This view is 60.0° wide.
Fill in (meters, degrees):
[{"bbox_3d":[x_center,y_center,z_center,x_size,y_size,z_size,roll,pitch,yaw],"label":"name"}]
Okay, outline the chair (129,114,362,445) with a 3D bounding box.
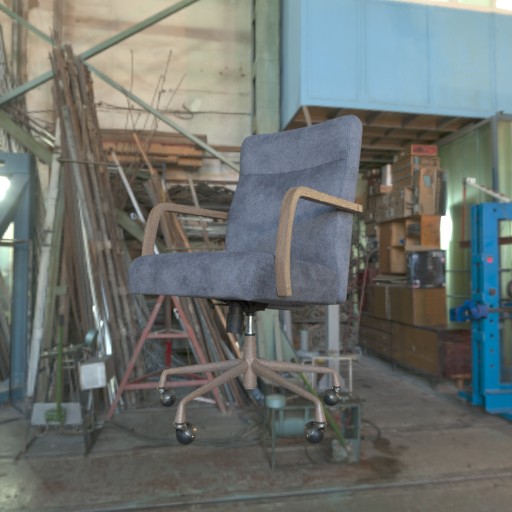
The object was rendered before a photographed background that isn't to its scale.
[{"bbox_3d":[0.000,0.000,1.477,0.640,1.029,0.741,-1,-2,35],"label":"chair"}]
